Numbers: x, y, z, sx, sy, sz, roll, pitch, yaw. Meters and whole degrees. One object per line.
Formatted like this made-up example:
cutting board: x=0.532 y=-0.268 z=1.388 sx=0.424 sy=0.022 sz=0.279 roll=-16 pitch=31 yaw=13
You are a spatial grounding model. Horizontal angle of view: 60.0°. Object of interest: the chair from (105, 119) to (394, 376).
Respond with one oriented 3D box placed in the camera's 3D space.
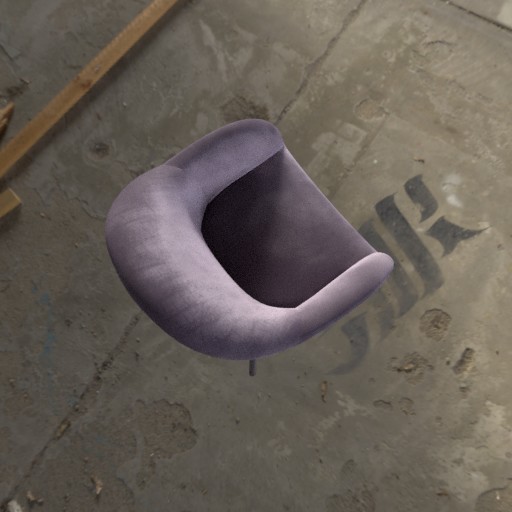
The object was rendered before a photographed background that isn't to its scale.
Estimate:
chair: x=0.000 y=0.000 z=1.223 sx=0.590 sy=0.795 sz=0.550 roll=-36 pitch=77 yaw=-10
